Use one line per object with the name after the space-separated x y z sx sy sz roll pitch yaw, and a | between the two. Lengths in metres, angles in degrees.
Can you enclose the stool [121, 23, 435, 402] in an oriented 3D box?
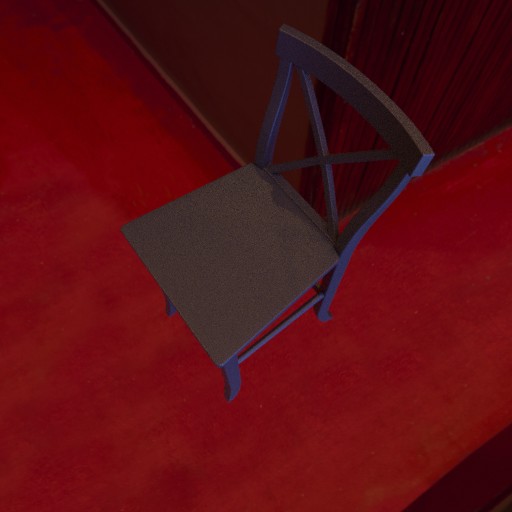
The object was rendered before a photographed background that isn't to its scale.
0.000 0.000 1.263 0.559 0.989 0.452 -34 69 -15 | stool
